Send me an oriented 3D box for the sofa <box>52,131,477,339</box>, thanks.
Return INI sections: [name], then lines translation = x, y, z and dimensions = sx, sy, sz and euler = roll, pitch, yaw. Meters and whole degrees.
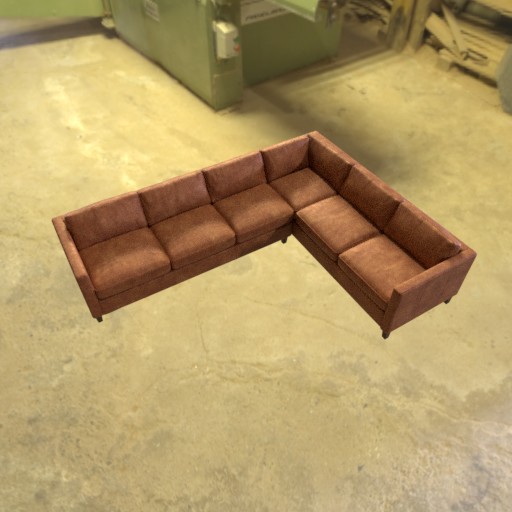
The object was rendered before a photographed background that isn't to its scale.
[sofa]
translation = 0.000, 0.000, 4.285
dimensions = 3.167, 0.838, 2.438
euler = -23, 50, -21
